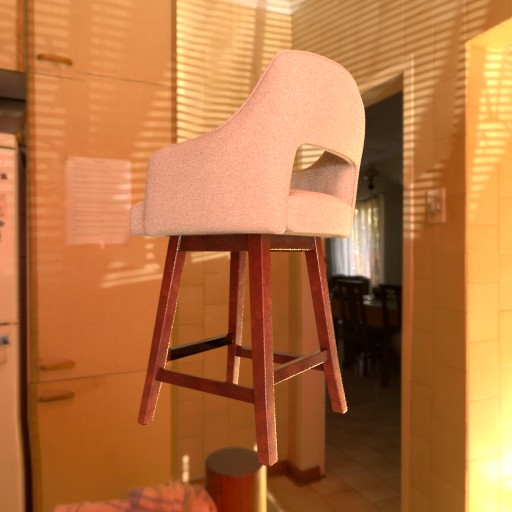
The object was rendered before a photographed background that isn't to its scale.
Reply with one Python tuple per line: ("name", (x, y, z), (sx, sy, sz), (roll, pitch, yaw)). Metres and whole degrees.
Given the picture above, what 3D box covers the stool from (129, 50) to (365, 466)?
("stool", (0.000, 0.000, 1.257), (0.560, 0.936, 0.550), (0, 1, 35))
